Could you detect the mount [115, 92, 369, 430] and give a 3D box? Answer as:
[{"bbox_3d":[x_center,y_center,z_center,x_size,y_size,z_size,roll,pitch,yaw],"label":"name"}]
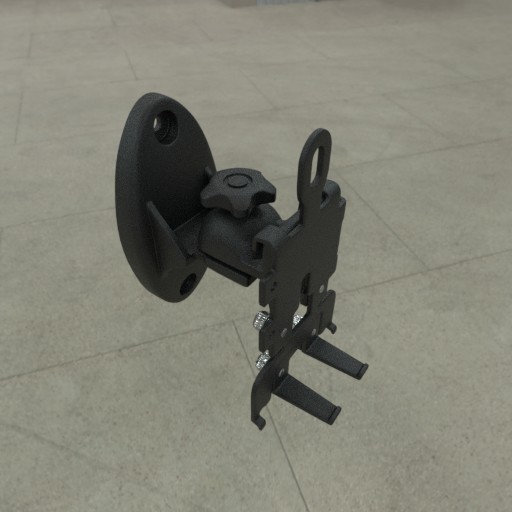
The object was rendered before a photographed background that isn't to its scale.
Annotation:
[{"bbox_3d":[0.000,0.000,0.176,0.100,0.118,0.066,25,47,26],"label":"mount"}]
